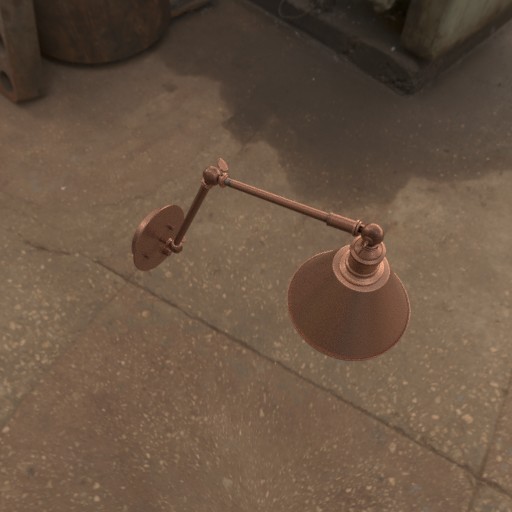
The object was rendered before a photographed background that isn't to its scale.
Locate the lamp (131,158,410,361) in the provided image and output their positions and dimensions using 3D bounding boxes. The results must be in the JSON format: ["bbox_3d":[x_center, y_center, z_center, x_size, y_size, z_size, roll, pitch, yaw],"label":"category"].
[{"bbox_3d":[0.000,0.000,0.885,0.624,0.502,0.223,29,62,17],"label":"lamp"}]
